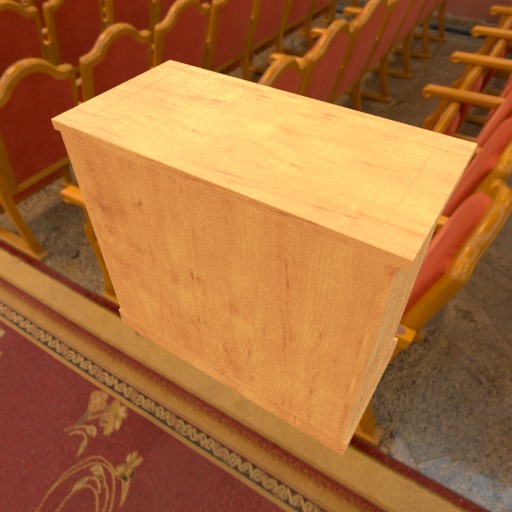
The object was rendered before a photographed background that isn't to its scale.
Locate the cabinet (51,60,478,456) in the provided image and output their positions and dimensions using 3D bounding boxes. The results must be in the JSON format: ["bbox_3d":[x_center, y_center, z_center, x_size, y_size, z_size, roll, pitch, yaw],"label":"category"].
[{"bbox_3d":[0.000,0.000,1.353,0.920,0.840,0.450,24,50,23],"label":"cabinet"}]
